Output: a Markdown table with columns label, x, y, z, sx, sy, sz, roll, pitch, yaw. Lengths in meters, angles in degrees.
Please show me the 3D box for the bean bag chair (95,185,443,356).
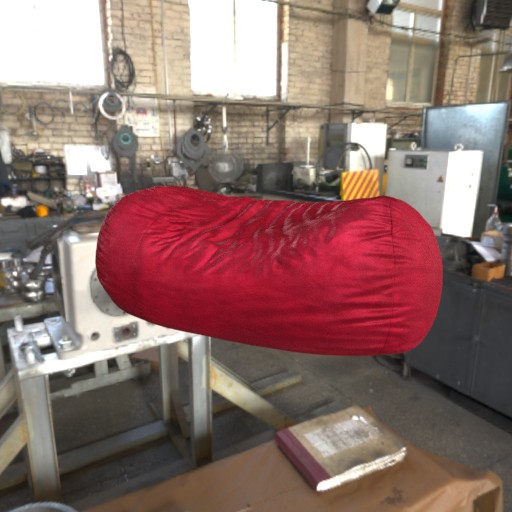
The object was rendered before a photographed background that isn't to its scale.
| label | x | y | z | sx | sy | sz | roll | pitch | yaw |
| --- | --- | --- | --- | --- | --- | --- | --- | --- | --- |
| bean bag chair | 0.000 | 0.000 | 2.931 | 2.293 | 0.867 | 1.216 | 7 | 16 | 25 |
